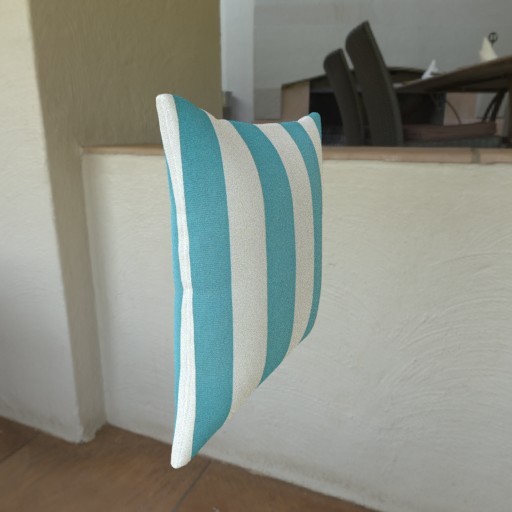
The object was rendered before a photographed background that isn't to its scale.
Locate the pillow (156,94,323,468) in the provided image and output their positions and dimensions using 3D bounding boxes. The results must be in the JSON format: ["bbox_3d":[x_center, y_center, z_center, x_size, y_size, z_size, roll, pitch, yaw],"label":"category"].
[{"bbox_3d":[0.000,0.000,0.815,0.189,0.526,0.536,8,17,26],"label":"pillow"}]
